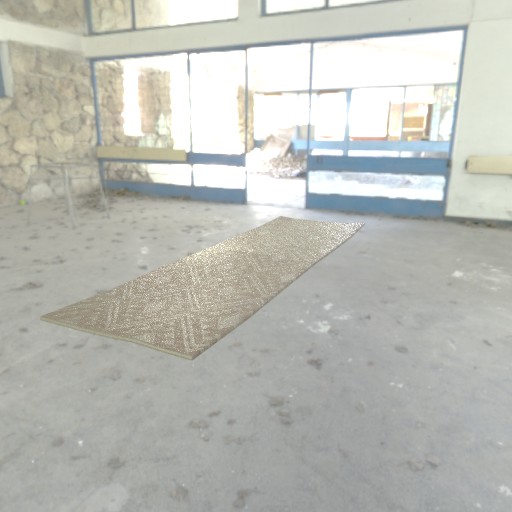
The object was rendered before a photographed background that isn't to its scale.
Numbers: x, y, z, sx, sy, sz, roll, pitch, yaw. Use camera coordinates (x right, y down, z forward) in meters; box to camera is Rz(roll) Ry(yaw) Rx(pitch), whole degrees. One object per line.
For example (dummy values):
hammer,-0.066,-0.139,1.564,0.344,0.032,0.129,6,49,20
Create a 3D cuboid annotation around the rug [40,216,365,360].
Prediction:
rug,0.000,0.000,2.695,0.752,0.051,2.452,8,17,26
